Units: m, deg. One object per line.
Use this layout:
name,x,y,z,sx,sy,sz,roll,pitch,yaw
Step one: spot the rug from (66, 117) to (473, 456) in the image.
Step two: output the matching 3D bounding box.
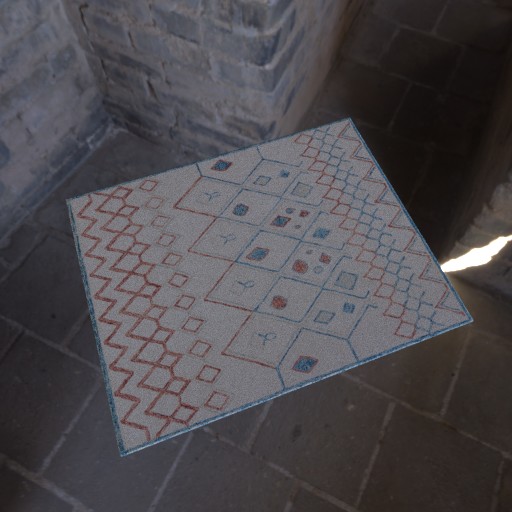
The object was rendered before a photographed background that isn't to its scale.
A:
rug,0.000,0.000,4.047,3.050,0.016,2.441,-18,65,-9
